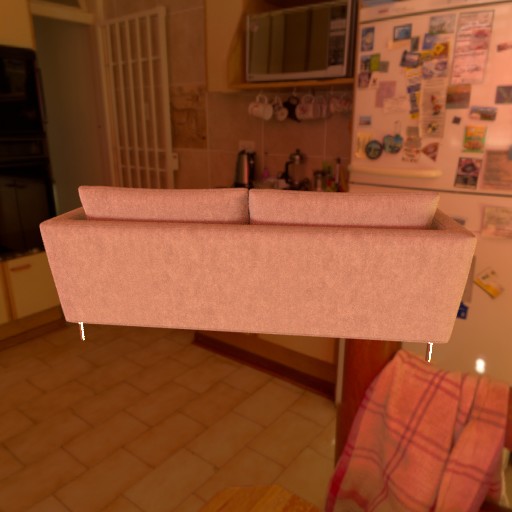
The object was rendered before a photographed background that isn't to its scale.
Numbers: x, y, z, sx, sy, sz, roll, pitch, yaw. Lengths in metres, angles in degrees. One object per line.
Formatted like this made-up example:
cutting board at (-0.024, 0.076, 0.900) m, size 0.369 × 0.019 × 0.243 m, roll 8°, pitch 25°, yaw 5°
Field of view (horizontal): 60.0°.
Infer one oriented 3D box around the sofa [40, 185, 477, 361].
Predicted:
sofa at (0.000, 0.000, 2.575) m, size 2.121 × 0.864 × 0.889 m, roll 2°, pitch 17°, yaw 7°
